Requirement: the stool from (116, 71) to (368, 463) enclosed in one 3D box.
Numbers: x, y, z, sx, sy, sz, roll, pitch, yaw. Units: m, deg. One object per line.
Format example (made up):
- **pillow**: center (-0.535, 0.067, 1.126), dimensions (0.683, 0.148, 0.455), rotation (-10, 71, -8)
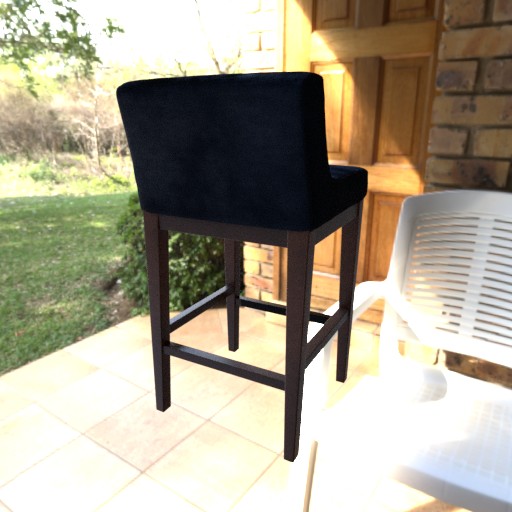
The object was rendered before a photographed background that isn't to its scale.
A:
- **stool**: center (0.000, 0.000, 1.285), dimensions (0.511, 0.945, 0.516), rotation (9, 19, 27)
